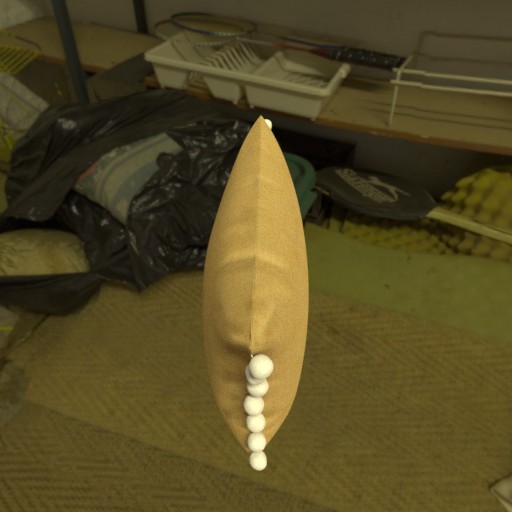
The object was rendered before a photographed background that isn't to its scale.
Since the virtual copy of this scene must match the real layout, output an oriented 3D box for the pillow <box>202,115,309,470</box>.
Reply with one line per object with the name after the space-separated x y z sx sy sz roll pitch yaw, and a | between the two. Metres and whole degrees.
0.000 0.000 0.859 0.201 0.322 0.709 1 41 1 | pillow
